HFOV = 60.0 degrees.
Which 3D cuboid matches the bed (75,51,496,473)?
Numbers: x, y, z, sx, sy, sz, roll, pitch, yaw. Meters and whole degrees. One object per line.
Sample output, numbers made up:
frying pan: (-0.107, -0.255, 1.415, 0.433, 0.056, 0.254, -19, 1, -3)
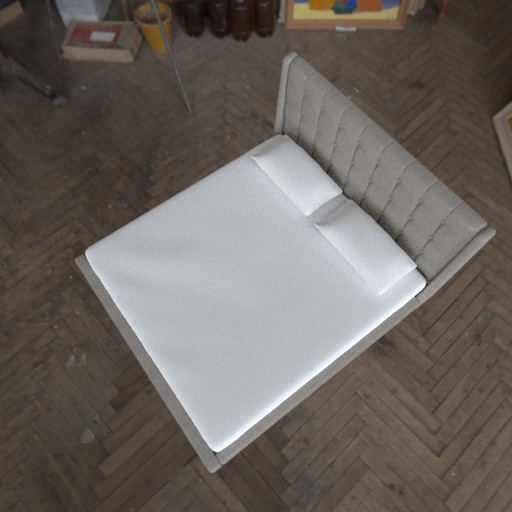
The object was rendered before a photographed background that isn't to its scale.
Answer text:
bed: (0.000, 0.000, 3.445, 2.342, 1.289, 2.062, -34, 69, -15)
